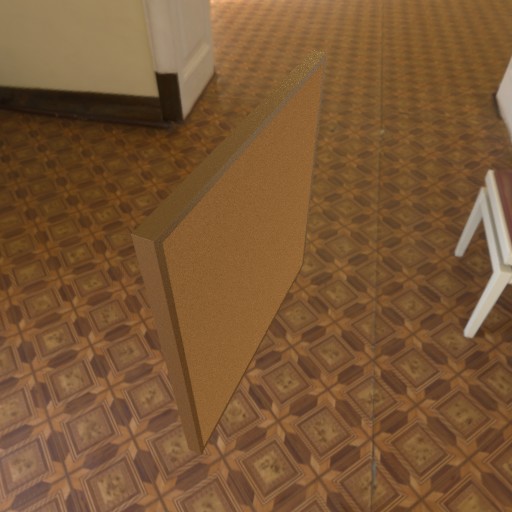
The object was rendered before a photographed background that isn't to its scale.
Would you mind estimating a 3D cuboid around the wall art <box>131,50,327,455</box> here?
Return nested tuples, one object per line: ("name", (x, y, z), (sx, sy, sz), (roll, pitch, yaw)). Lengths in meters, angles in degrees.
("wall art", (0.000, 0.000, 1.136), (0.038, 0.762, 0.762), (18, 48, 17))
